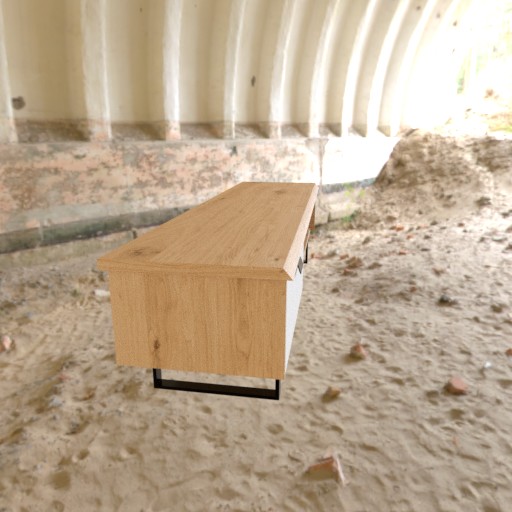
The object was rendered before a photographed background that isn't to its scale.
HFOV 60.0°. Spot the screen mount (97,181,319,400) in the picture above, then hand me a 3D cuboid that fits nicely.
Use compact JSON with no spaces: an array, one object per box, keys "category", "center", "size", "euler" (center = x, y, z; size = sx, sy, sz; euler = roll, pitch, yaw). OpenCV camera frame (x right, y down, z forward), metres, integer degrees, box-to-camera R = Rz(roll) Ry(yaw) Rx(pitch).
[{"category":"screen mount","center":[0.000,0.000,1.841],"size":[0.450,0.430,1.700],"euler":[3,16,9]}]
